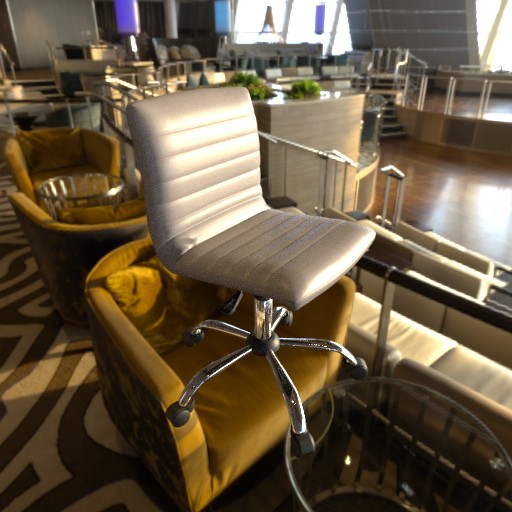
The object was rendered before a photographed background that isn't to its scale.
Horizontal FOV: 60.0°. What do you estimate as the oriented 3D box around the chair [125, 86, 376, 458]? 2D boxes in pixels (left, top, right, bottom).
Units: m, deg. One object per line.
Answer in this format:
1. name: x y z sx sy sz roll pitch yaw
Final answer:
1. chair: 0.000 0.000 1.096 0.542 0.750 0.569 17 31 31
